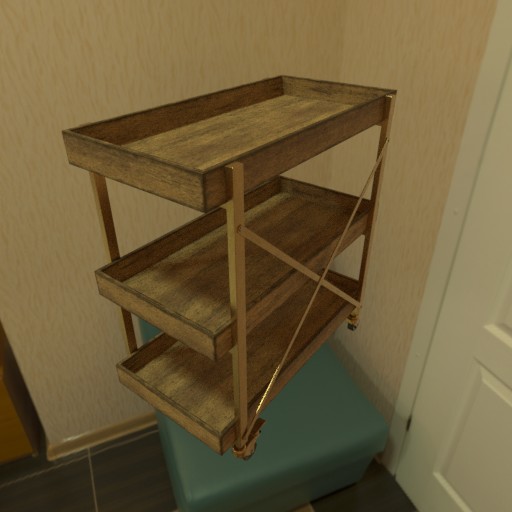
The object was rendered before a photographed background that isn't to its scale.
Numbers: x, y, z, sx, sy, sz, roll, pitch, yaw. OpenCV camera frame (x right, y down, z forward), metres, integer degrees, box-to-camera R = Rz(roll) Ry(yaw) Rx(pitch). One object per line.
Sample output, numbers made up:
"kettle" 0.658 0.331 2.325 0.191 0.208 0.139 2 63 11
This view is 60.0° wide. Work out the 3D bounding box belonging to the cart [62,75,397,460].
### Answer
"cart" 0.000 0.000 1.220 0.416 0.799 0.750 22 38 31
